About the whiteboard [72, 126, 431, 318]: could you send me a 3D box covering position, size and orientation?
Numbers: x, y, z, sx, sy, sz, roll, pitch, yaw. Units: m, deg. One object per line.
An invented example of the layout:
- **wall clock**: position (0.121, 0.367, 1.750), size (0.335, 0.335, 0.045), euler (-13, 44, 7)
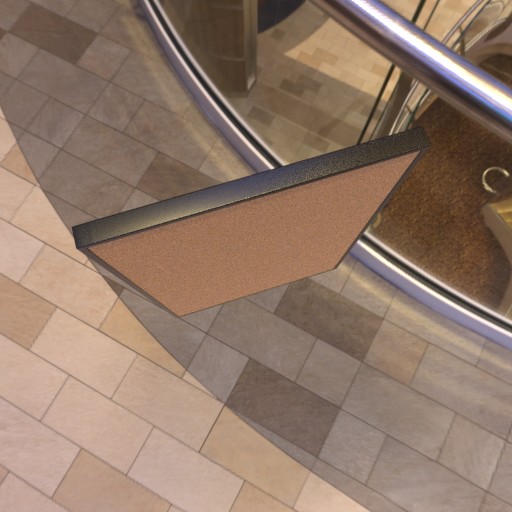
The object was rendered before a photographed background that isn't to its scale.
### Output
- **whiteboard**: position (0.000, 0.000, 0.781), size (0.406, 0.611, 0.026), euler (-17, 76, -4)
